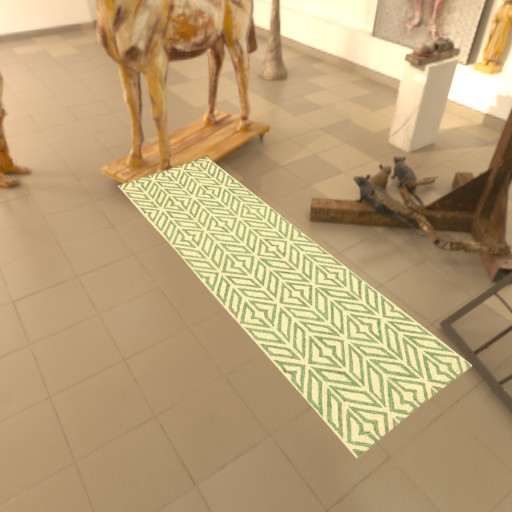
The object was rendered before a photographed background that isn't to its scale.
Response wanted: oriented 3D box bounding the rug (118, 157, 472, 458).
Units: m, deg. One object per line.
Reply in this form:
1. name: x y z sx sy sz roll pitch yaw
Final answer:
1. rug: 0.000 0.000 2.650 0.750 0.009 2.435 -25 47 -26
